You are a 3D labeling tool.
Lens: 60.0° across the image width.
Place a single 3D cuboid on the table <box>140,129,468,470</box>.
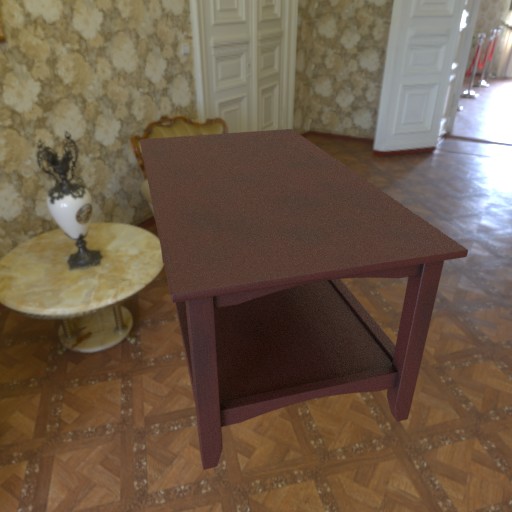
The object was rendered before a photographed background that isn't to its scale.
[{"bbox_3d":[0.000,0.000,1.241,0.533,0.456,0.943,-8,30,-14],"label":"table"}]
